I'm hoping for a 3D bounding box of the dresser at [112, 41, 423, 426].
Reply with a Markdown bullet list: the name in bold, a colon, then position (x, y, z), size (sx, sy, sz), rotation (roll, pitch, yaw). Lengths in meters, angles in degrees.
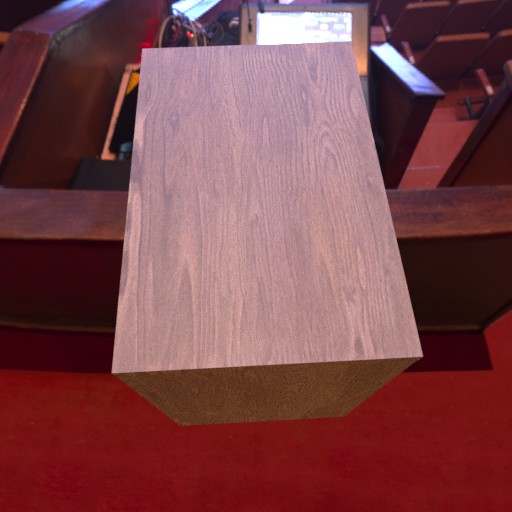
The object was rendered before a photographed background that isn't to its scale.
- **dresser**: position (0.000, 0.000, 1.274), size (0.529, 0.762, 0.809), rotation (-3, 63, -1)
